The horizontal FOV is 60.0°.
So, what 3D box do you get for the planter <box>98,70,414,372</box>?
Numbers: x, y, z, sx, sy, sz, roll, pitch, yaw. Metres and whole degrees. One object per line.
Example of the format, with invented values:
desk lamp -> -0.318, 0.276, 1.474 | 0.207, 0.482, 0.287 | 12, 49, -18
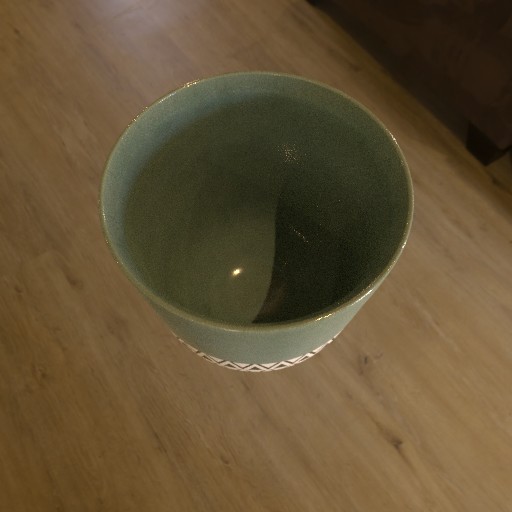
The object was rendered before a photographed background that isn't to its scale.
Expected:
planter -> 0.000, 0.000, 0.376 | 0.198, 0.214, 0.198 | 0, 63, 0
